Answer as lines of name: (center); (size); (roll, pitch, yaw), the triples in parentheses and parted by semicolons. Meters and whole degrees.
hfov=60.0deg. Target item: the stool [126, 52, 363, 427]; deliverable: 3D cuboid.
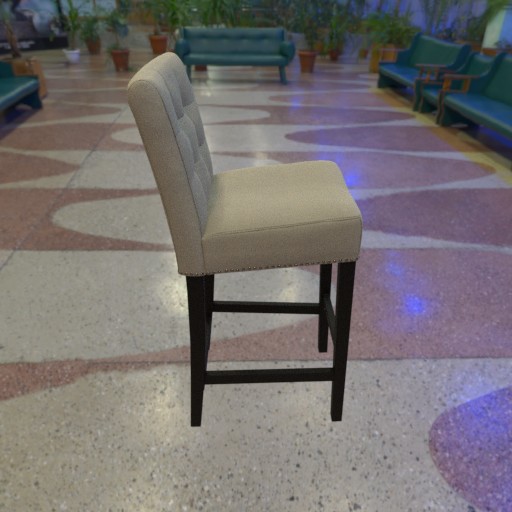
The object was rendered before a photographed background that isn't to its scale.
stool: (0.000, 0.000, 1.295); (0.548, 1.047, 0.411); (-1, 32, -1)
